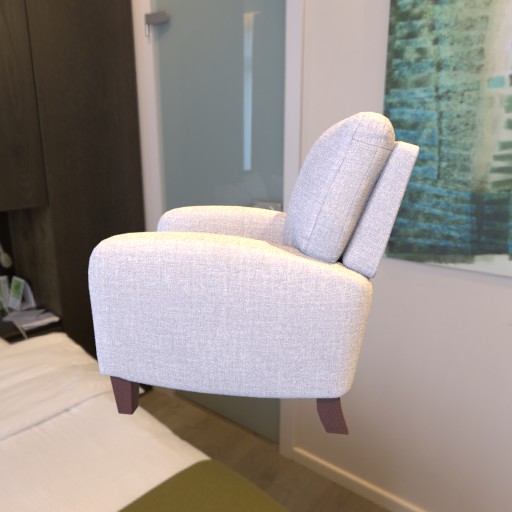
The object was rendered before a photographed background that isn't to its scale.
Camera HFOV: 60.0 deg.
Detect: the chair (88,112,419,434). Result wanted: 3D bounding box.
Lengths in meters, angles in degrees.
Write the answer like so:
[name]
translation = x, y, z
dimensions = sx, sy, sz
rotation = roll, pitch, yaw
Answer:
[chair]
translation = 0.000, 0.000, 1.656
dimensions = 0.990, 0.990, 0.762
rotation = 2, 15, 8
